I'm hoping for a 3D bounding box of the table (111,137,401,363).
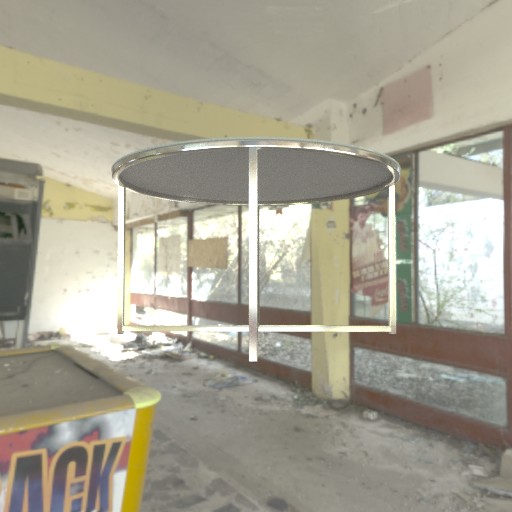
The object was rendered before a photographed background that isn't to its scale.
[{"bbox_3d":[0.000,0.000,1.280,0.800,0.450,0.800,0,-2,0],"label":"table"}]
